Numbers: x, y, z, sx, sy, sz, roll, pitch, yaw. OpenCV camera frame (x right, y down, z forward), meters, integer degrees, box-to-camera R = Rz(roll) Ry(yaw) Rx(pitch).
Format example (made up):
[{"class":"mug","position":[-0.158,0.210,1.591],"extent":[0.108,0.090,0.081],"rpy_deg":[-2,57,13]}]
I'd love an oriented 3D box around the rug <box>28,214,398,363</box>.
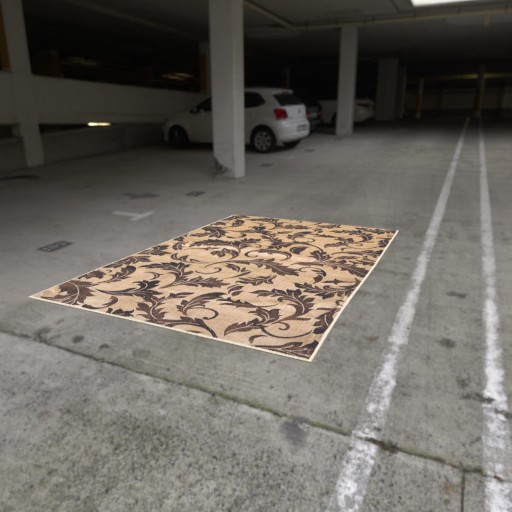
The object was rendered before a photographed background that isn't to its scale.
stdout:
[{"class":"rug","position":[0.000,0.000,2.948],"extent":[1.522,0.008,2.284],"rpy_deg":[8,19,24]}]
